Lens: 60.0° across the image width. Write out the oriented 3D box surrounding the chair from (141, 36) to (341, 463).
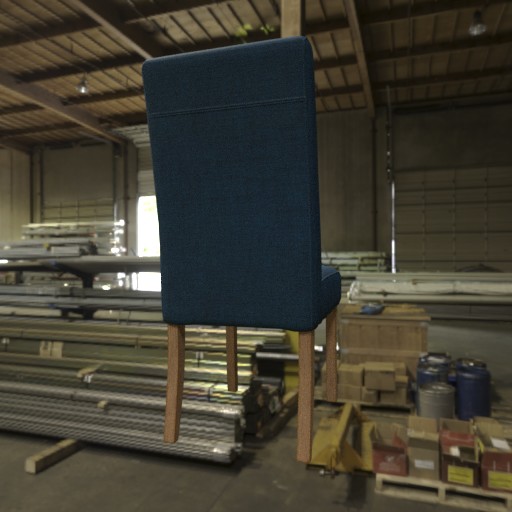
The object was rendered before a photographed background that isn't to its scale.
[{"bbox_3d":[0.000,0.000,1.357,0.450,1.029,0.610,0,0,18],"label":"chair"}]
